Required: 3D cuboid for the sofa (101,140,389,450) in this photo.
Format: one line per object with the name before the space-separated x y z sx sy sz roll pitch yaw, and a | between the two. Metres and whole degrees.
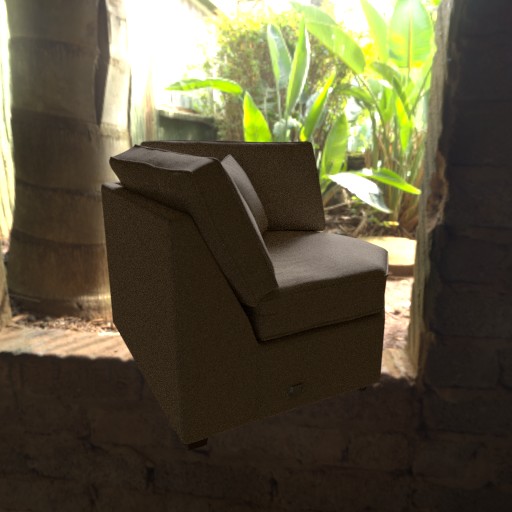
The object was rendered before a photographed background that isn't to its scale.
sofa | 0.000 0.000 1.856 1.042 0.937 1.050 -8 17 -26
